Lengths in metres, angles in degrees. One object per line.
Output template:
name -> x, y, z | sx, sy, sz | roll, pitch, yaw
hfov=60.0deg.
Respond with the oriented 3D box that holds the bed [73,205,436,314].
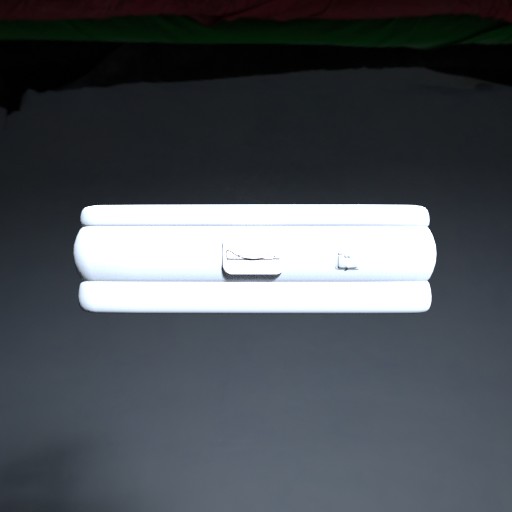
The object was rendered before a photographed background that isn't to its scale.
bed -> 0.000, 0.000, 2.705 | 1.520, 0.460, 2.036 | 0, 0, 0
